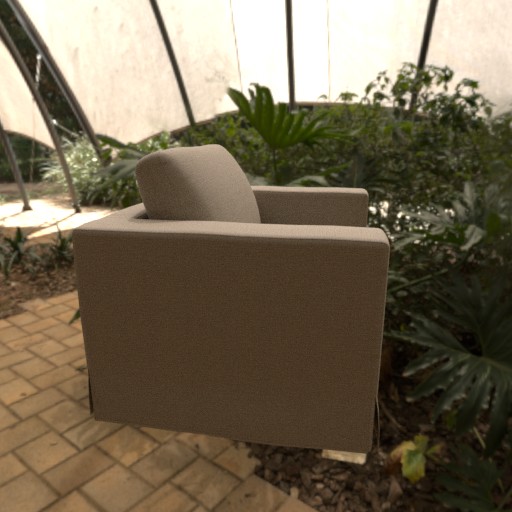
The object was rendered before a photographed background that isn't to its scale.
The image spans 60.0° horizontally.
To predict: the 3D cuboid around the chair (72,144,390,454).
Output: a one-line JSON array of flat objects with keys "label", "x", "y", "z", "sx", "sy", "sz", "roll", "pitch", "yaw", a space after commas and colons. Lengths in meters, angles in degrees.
[{"label": "chair", "x": 0.000, "y": 0.000, "z": 1.820, "sx": 0.957, "sy": 0.878, "sz": 1.150, "roll": 3, "pitch": 16, "yaw": 10}]
